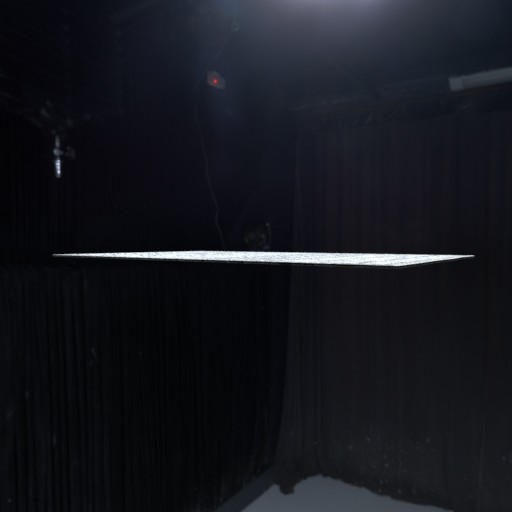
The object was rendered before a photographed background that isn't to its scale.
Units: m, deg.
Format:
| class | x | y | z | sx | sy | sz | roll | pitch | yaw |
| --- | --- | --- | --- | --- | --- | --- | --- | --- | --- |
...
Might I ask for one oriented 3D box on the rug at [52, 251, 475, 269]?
| class | x | y | z | sx | sy | sz | roll | pitch | yaw |
| --- | --- | --- | --- | --- | --- | --- | --- | --- | --- |
| rug | 0.000 | 0.000 | 3.010 | 2.444 | 0.012 | 1.530 | 1 | 2 | 36 |
